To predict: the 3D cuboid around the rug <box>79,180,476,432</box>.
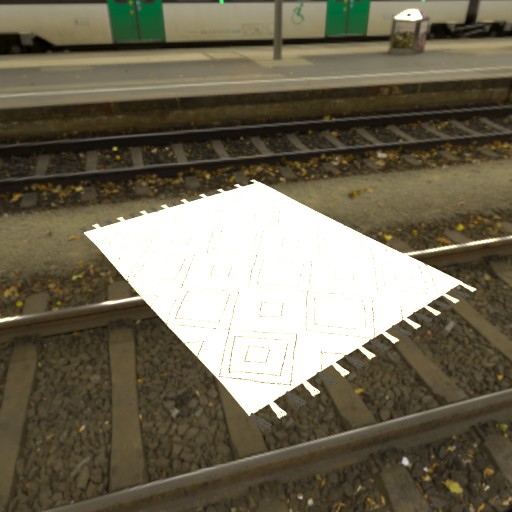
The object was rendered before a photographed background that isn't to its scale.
[{"bbox_3d":[0.000,0.000,4.290,2.342,0.026,3.221,-22,37,-31],"label":"rug"}]
